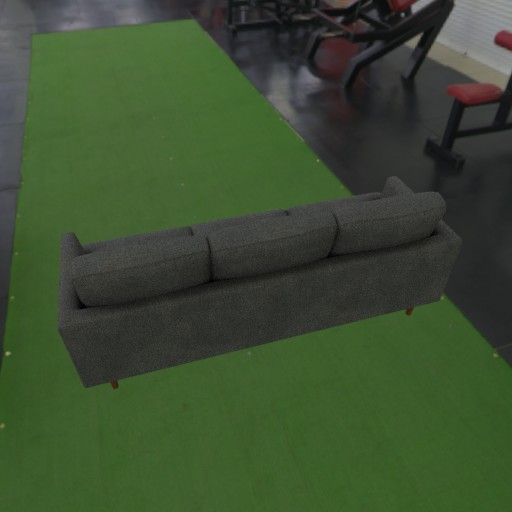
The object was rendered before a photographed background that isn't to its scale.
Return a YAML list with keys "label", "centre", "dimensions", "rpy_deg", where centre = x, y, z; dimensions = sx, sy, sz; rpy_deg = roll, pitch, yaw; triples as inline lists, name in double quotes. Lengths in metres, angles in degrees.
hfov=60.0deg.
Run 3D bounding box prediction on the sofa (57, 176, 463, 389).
- label: "sofa"
  centre: [0.000, 0.000, 2.754]
  dimensions: [2.246, 0.930, 0.903]
  rpy_deg: [-11, 43, -13]
